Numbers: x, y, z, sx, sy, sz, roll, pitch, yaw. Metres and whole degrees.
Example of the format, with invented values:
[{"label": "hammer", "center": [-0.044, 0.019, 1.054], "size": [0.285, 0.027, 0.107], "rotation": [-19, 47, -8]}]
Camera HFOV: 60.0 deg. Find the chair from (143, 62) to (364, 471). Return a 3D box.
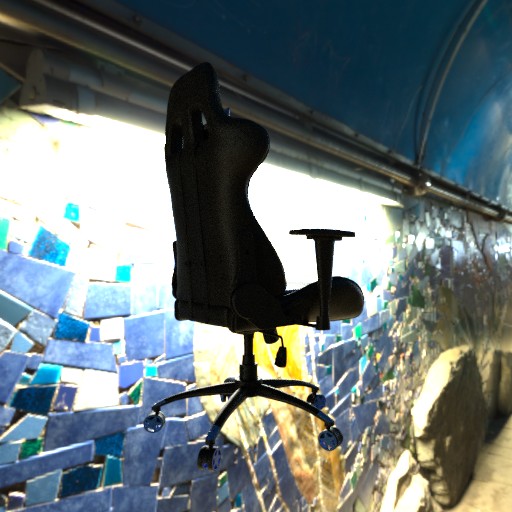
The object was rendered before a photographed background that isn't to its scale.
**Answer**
[{"label": "chair", "center": [0.000, 0.000, 1.677], "size": [0.730, 1.282, 0.695], "rotation": [1, -1, -38]}]
